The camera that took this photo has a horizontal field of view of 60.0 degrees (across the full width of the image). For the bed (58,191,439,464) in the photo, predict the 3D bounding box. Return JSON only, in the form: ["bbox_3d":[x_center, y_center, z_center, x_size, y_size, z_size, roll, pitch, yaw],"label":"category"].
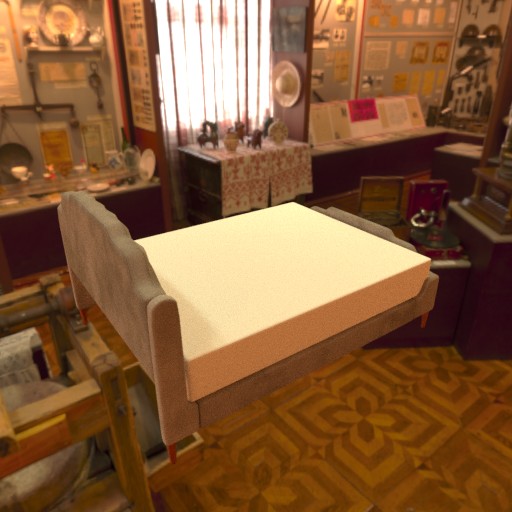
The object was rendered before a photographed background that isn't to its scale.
[{"bbox_3d":[0.000,0.000,3.340,2.340,1.245,1.676,-17,31,-31],"label":"bed"}]
